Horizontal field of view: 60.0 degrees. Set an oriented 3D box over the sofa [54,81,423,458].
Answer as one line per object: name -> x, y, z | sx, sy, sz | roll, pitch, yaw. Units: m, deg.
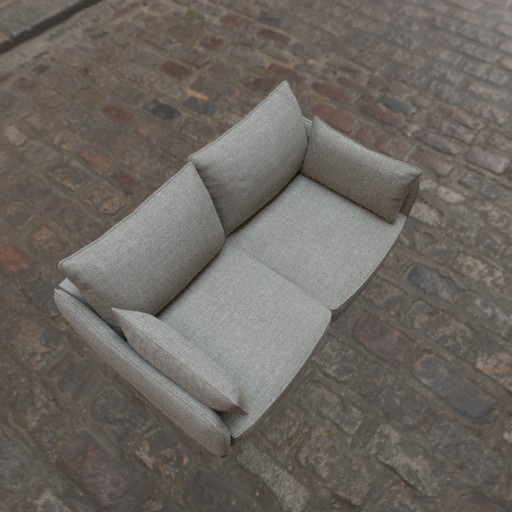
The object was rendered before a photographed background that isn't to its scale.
sofa -> 0.000, 0.000, 2.121 | 0.972, 0.851, 1.580 | 34, 64, 19
